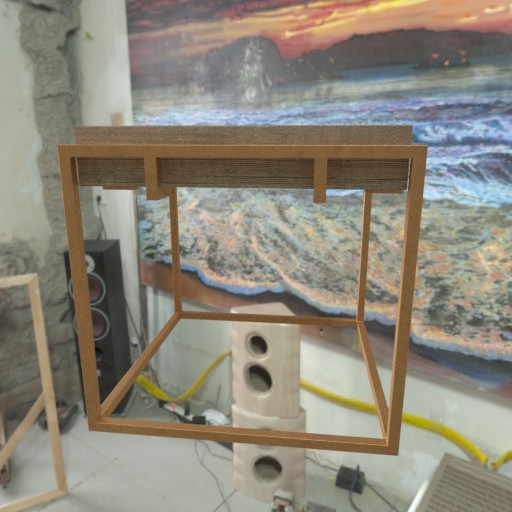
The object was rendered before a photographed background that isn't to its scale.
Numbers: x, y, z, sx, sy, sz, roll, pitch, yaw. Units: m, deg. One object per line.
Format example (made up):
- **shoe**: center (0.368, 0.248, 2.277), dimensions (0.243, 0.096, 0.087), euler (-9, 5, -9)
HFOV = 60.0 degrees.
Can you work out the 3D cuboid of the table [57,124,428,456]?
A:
- **table**: center (0.000, 0.000, 1.062), dimensions (0.599, 0.584, 0.599), euler (2, 15, 7)
